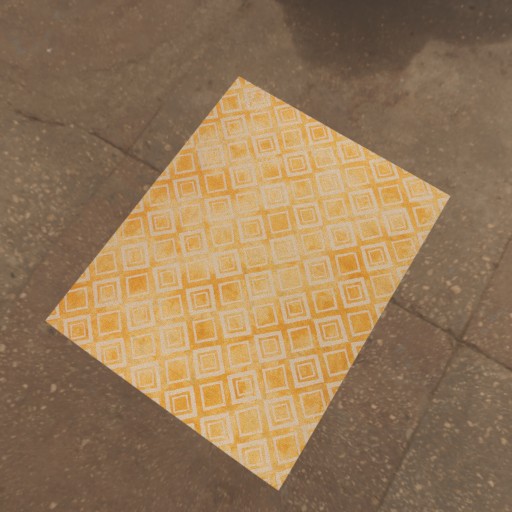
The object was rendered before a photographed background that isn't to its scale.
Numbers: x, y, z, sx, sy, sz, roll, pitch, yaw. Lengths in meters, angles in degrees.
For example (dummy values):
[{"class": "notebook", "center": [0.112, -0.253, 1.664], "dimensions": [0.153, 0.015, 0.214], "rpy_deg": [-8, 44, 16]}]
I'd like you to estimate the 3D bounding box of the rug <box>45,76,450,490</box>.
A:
[{"class": "rug", "center": [0.000, 0.000, 4.048], "dimensions": [2.433, 0.011, 3.037], "rpy_deg": [32, 76, 9]}]
